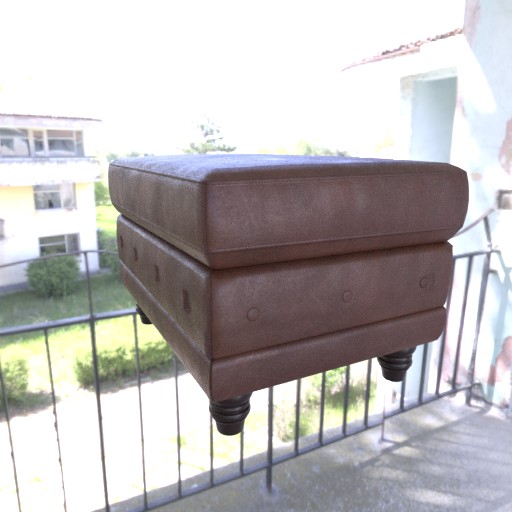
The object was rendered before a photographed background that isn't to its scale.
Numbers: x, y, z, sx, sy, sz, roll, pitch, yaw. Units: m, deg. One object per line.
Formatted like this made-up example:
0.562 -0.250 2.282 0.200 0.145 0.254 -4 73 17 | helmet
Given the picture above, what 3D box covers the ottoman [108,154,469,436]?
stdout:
0.000 0.000 1.151 0.588 0.509 0.795 -7 16 -27 | ottoman
